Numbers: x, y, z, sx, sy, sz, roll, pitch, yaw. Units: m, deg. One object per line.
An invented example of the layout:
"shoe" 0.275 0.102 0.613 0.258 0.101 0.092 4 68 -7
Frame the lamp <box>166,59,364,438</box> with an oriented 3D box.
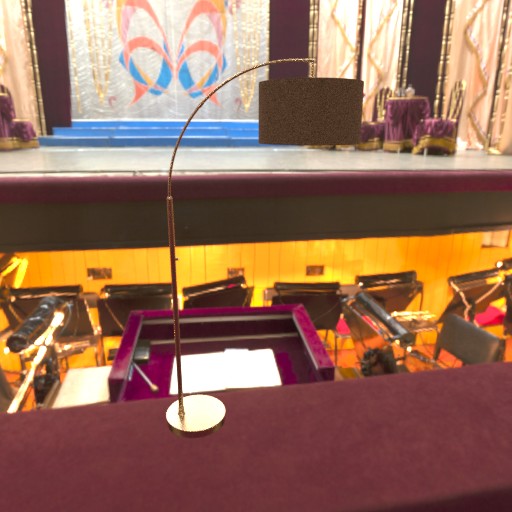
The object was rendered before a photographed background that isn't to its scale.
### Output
"lamp" 0.000 0.000 2.107 0.934 1.735 0.452 -3 17 -9
